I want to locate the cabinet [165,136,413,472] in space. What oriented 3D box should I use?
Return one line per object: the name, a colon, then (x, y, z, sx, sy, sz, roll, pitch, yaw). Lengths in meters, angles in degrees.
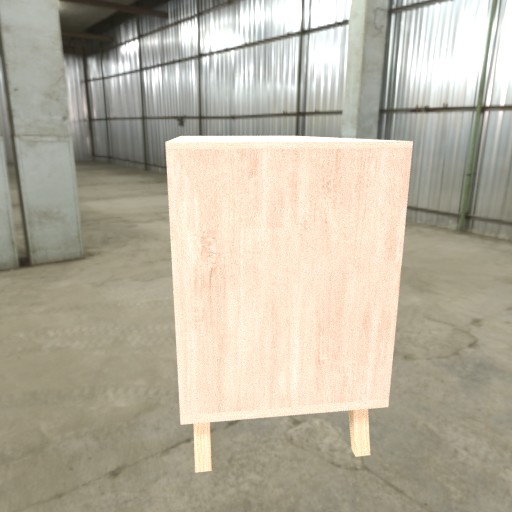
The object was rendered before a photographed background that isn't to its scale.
cabinet: (0.000, 0.000, 1.513, 0.500, 0.780, 1.110, -2, 16, -7)
